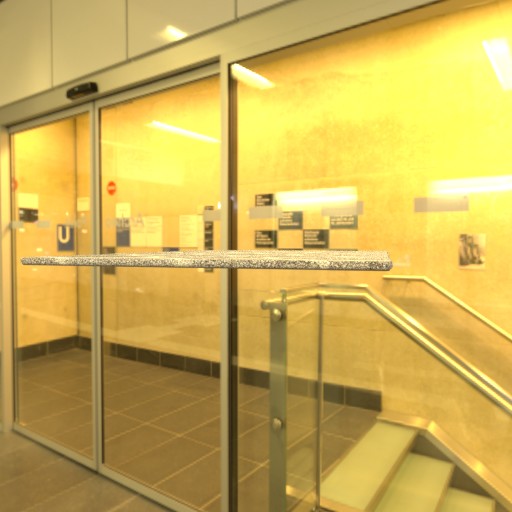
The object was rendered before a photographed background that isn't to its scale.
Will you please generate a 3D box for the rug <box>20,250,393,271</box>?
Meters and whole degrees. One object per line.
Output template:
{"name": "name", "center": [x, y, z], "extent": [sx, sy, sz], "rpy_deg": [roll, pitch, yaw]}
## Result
{"name": "rug", "center": [0.000, 0.000, 2.080], "extent": [1.200, 0.025, 1.600], "rpy_deg": [0, 2, 16]}
